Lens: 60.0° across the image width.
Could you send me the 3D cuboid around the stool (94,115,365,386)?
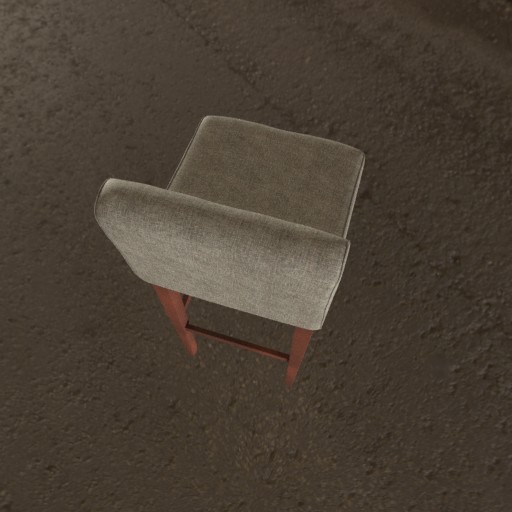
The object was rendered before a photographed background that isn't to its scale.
[{"bbox_3d":[0.000,0.000,1.219,0.426,0.965,0.499,15,62,8],"label":"stool"}]
